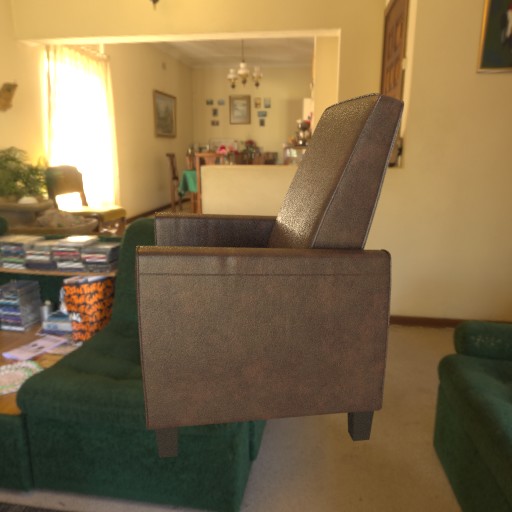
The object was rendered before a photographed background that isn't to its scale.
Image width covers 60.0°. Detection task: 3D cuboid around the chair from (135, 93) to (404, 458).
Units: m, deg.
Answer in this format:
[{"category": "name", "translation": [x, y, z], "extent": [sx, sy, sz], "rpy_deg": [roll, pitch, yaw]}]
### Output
[{"category": "chair", "translation": [0.000, 0.000, 1.498], "extent": [0.746, 1.013, 0.705], "rpy_deg": [-2, 14, -8]}]
